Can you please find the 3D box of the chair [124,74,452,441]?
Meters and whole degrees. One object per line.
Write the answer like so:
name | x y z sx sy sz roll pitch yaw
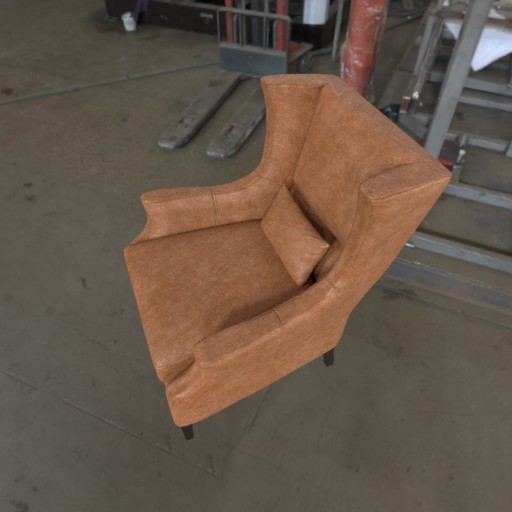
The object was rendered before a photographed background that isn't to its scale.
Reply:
chair | 0.000 0.000 1.668 0.926 1.016 0.853 -16 48 -15
